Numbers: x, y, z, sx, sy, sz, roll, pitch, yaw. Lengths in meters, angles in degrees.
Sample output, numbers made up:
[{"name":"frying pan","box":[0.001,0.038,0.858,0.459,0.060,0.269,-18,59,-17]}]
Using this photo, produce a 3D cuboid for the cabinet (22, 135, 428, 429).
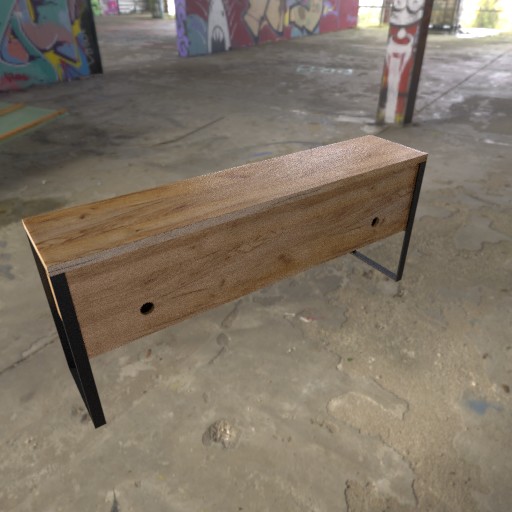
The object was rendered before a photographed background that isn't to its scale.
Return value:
[{"name":"cabinet","box":[0.000,0.000,2.107,1.800,0.762,0.395,-20,37,-29]}]
